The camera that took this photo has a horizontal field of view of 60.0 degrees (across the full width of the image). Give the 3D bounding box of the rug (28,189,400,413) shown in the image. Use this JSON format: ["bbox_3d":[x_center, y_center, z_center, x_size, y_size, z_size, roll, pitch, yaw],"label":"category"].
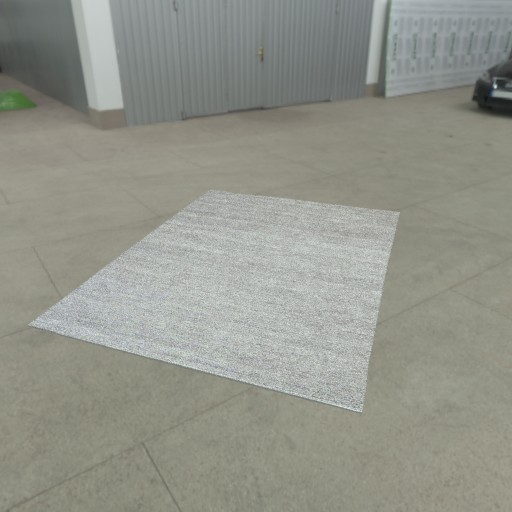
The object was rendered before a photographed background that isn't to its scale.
[{"bbox_3d":[0.000,0.000,4.212,2.434,0.045,3.202,10,29,17],"label":"rug"}]
